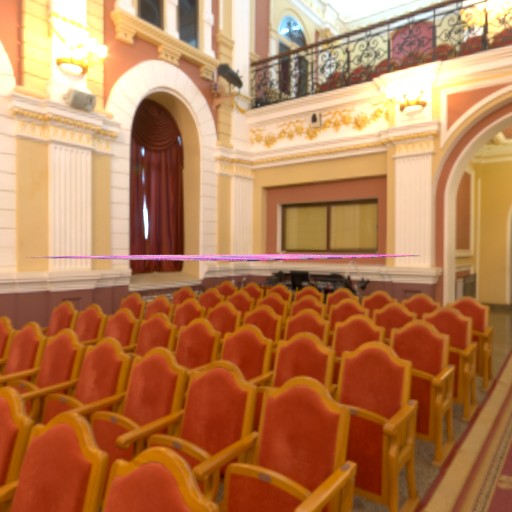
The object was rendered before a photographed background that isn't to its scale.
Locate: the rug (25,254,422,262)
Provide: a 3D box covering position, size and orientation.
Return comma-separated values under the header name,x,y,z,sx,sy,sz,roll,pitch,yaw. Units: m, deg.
name,x,y,z,sx,sy,sz,roll,pitch,yaw
rug,0.000,0.000,2.983,1.539,0.013,2.350,0,1,37
